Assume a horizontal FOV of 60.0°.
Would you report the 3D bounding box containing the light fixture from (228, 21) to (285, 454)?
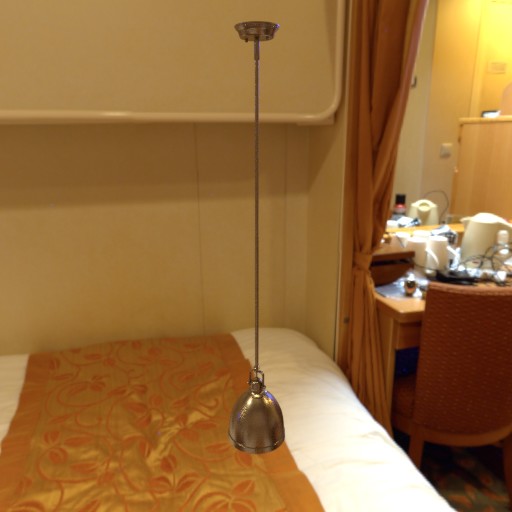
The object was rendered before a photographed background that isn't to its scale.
[{"bbox_3d":[0.000,0.000,1.457,0.217,1.367,0.211,8,17,26],"label":"light fixture"}]
